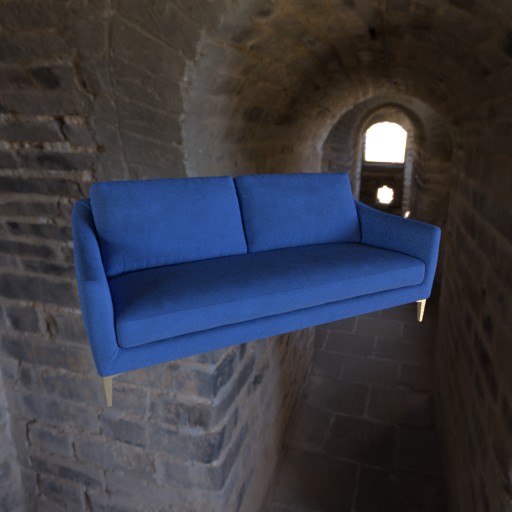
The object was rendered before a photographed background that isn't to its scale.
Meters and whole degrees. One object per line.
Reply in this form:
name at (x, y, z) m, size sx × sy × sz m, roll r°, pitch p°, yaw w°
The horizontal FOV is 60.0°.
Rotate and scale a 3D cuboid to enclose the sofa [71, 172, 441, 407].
sofa at (0.000, 0.000, 2.616) m, size 2.036 × 0.903 × 0.960 m, roll -8°, pitch 18°, yaw -27°
